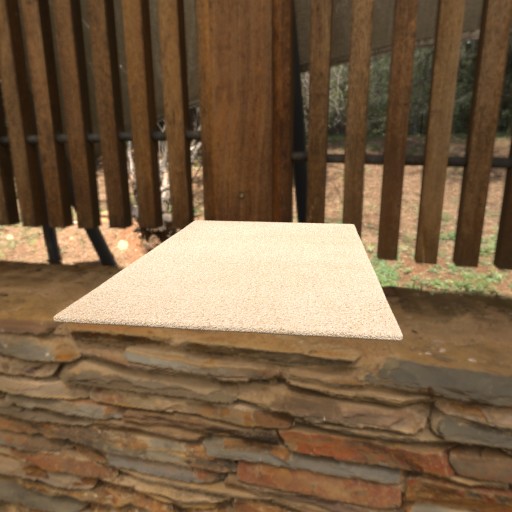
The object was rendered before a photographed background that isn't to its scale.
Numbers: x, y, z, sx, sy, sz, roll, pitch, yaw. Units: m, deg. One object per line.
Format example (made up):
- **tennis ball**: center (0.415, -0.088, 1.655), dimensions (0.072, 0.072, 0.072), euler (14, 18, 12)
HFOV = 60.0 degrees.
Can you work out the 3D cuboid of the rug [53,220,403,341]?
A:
- **rug**: center (0.000, 0.000, 3.052), dimensions (1.524, 0.030, 2.438), euler (2, 15, 7)
